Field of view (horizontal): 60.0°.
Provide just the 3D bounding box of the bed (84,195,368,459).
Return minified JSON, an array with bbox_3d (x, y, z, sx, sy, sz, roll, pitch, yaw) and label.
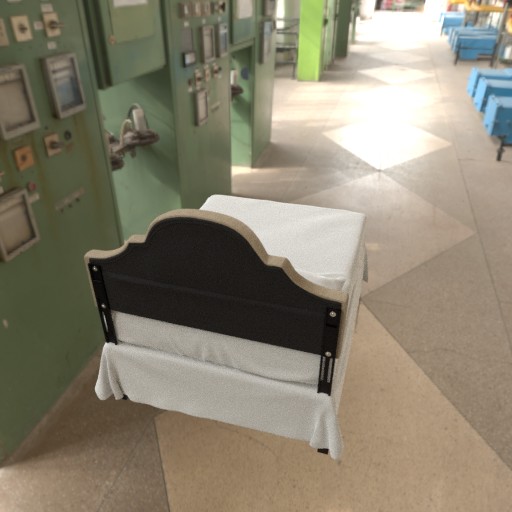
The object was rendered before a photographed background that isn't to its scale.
[{"bbox_3d":[0.000,0.000,3.480,1.780,1.634,2.222,9,33,15],"label":"bed"}]
